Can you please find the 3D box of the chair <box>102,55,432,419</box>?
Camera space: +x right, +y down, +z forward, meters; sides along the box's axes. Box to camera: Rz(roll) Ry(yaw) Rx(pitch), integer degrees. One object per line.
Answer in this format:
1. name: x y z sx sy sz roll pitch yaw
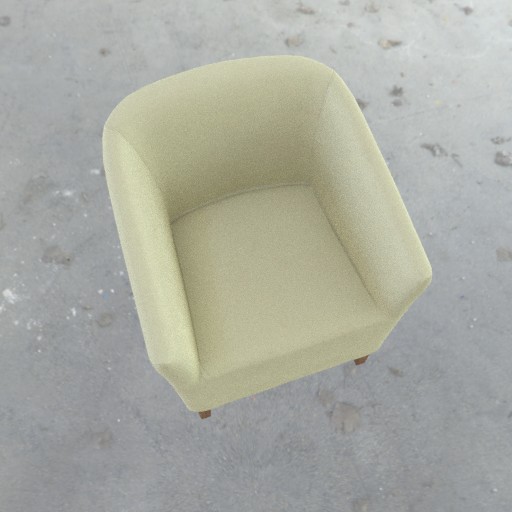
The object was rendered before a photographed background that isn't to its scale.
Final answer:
1. chair: 0.000 0.000 1.283 0.643 0.822 0.657 -17 63 -9
